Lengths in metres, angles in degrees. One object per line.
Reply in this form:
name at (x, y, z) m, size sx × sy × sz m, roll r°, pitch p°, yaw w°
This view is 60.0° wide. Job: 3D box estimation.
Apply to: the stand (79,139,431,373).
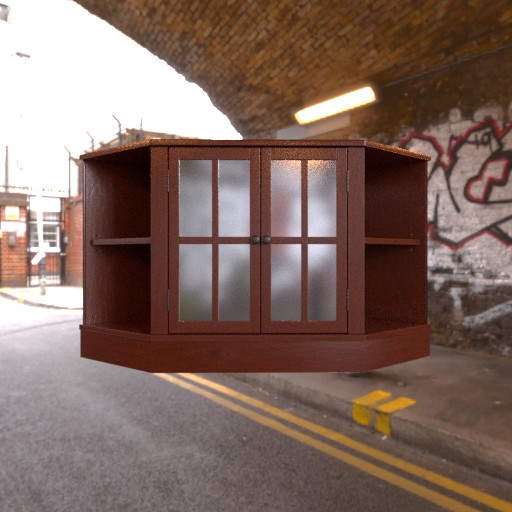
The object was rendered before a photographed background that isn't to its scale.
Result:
stand at (0.000, 0.000, 1.352) m, size 1.072 × 0.614 × 0.381 m, roll 0°, pitch 0°, yaw -1°
